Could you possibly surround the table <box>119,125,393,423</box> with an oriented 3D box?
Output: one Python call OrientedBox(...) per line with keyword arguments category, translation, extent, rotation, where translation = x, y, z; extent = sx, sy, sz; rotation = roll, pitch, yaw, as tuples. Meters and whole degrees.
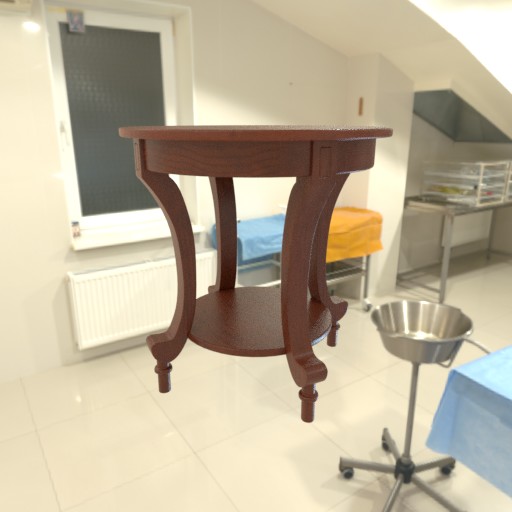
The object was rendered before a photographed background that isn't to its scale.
OrientedBox(category="table", translation=(0.000, 0.000, 1.094), extent=(0.597, 0.612, 0.597), rotation=(0, 17, 0))
